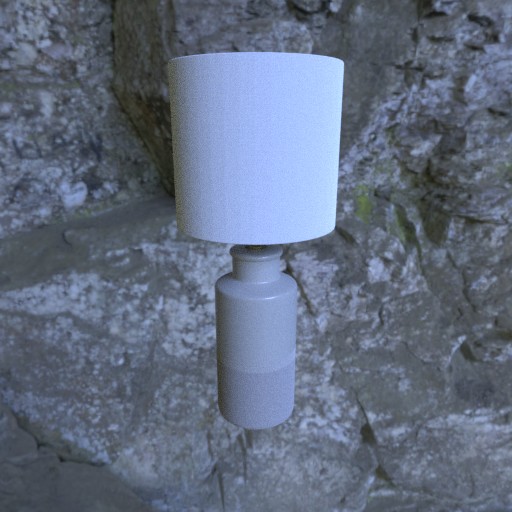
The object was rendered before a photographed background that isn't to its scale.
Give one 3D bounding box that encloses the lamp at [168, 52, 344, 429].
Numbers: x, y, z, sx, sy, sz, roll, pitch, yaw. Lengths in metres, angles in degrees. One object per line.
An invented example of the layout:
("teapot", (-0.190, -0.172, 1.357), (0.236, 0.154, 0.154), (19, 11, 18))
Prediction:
("lamp", (0.000, 0.000, 0.617), (0.212, 0.493, 0.212), (-3, 18, -8))
